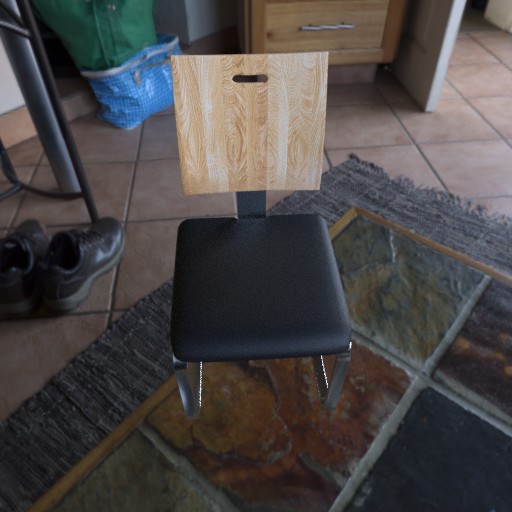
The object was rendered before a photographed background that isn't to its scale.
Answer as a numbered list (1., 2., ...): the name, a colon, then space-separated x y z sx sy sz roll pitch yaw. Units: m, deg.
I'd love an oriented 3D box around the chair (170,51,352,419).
1. chair: 0.000 0.000 1.229 0.462 0.936 0.560 -3 44 -3
